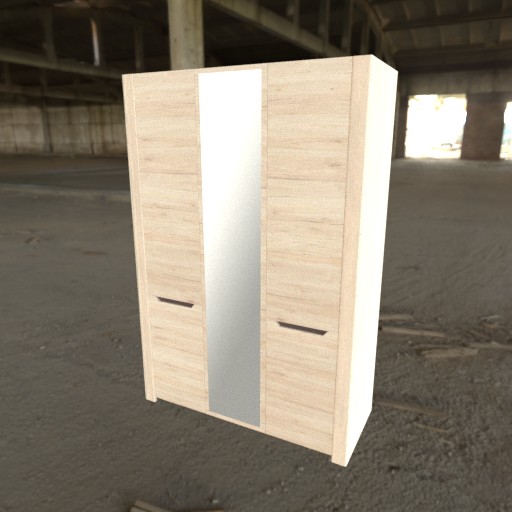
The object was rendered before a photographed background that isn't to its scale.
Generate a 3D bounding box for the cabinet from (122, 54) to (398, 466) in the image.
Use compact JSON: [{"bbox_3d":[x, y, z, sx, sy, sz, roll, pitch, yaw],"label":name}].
[{"bbox_3d":[0.000,0.000,2.693,1.400,2.070,0.580,8,17,26],"label":"cabinet"}]
